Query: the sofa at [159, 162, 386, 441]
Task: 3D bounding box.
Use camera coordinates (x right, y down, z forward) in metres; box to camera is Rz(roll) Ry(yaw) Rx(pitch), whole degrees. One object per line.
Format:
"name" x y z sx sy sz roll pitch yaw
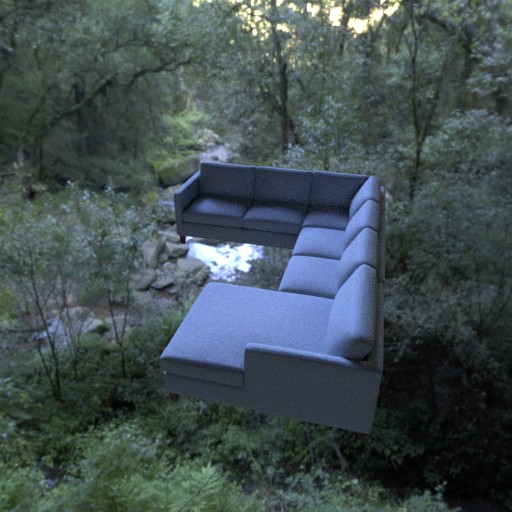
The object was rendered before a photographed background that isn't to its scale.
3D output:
"sofa" 0.000 0.000 4.595 2.551 0.889 3.403 7 31 12
